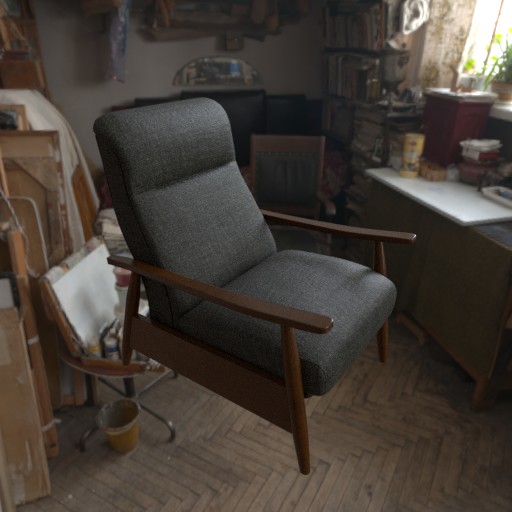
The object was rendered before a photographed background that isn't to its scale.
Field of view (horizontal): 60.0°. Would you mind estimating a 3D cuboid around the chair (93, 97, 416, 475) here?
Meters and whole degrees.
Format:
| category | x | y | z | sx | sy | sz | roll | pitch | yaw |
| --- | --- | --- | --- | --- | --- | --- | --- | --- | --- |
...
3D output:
| category | x | y | z | sx | sy | sz | roll | pitch | yaw |
| --- | --- | --- | --- | --- | --- | --- | --- | --- | --- |
| chair | 0.000 | 0.000 | 1.766 | 1.014 | 1.082 | 0.762 | 18 | 32 | 32 |
